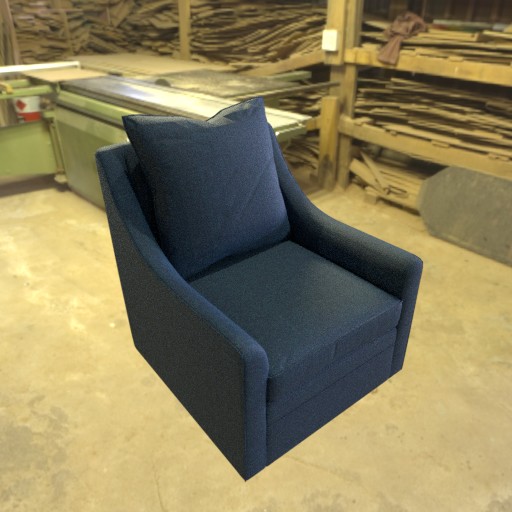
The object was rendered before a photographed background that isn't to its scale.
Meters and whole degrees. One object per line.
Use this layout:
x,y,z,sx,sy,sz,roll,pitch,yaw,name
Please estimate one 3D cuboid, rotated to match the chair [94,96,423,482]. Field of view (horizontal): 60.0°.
0.000,0.000,1.571,0.750,0.939,0.870,-21,35,-33,chair
